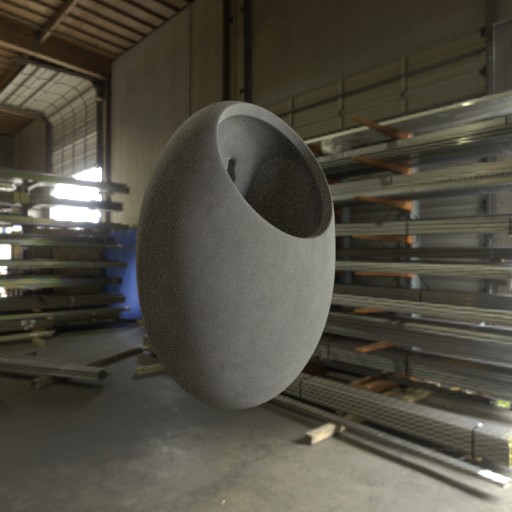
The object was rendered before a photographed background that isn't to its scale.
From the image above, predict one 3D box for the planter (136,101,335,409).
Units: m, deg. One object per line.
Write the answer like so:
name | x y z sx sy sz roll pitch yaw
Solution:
planter | 0.000 0.000 0.282 0.071 0.188 0.185 0 0 35
